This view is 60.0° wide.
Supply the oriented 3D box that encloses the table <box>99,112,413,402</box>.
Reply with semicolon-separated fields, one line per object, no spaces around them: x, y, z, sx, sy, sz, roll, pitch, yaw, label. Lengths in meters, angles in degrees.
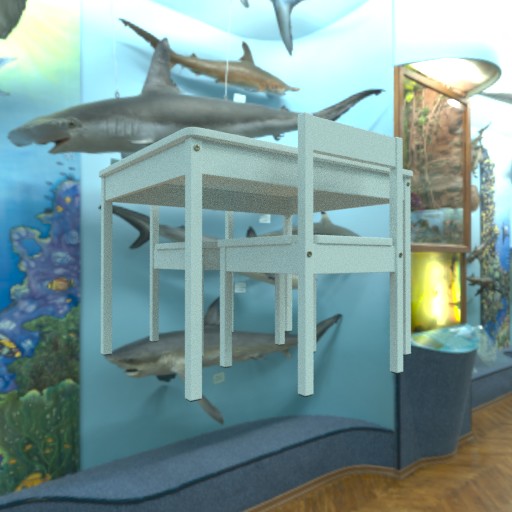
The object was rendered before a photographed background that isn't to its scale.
0.000;0.000;1.131;0.650;0.503;0.672;0;-1;-37;table
